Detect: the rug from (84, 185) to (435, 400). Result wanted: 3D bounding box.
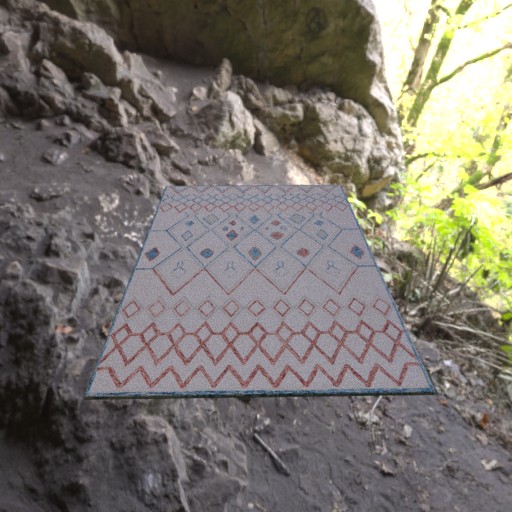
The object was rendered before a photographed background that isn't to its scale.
[{"bbox_3d":[0.000,0.000,2.306,1.219,0.016,1.829,-1,32,-1],"label":"rug"}]
